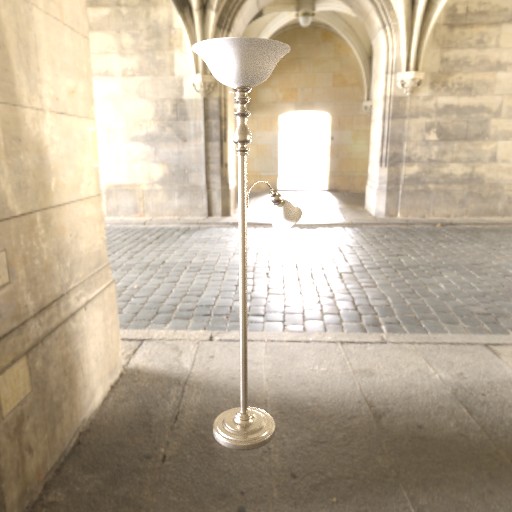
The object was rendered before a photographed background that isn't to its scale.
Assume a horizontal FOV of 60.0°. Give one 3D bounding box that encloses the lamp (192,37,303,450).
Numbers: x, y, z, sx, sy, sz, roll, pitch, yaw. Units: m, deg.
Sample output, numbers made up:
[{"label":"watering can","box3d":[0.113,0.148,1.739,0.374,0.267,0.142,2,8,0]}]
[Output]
[{"label":"lamp","box3d":[0.000,0.000,2.096,0.405,1.785,0.575,13,18,43]}]
